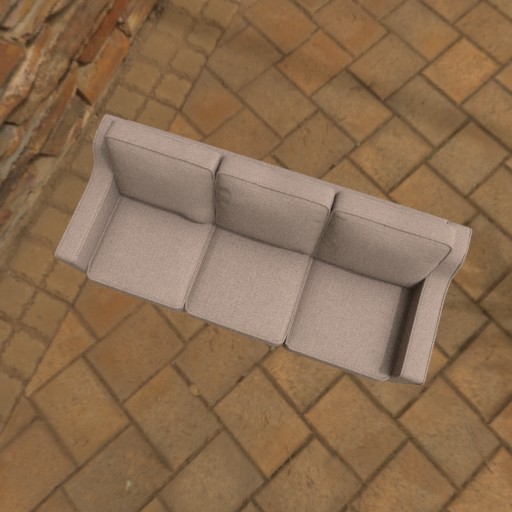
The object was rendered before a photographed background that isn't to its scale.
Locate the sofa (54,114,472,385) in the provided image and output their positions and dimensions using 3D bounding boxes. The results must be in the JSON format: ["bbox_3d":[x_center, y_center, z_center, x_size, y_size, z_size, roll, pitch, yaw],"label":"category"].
[{"bbox_3d":[0.000,0.000,2.613,2.129,0.950,0.899,18,75,5],"label":"sofa"}]
